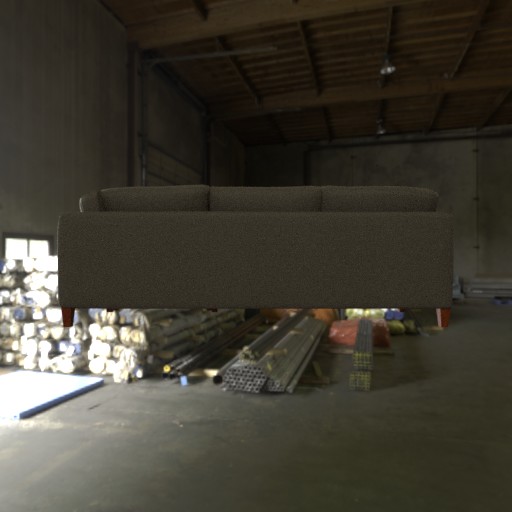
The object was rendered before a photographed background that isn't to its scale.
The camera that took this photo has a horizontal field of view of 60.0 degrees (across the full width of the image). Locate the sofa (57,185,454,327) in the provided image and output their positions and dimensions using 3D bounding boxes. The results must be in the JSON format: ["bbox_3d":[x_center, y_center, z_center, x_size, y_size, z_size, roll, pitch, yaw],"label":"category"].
[{"bbox_3d":[0.000,0.000,4.465,2.593,0.947,3.302,0,-1,0],"label":"sofa"}]
